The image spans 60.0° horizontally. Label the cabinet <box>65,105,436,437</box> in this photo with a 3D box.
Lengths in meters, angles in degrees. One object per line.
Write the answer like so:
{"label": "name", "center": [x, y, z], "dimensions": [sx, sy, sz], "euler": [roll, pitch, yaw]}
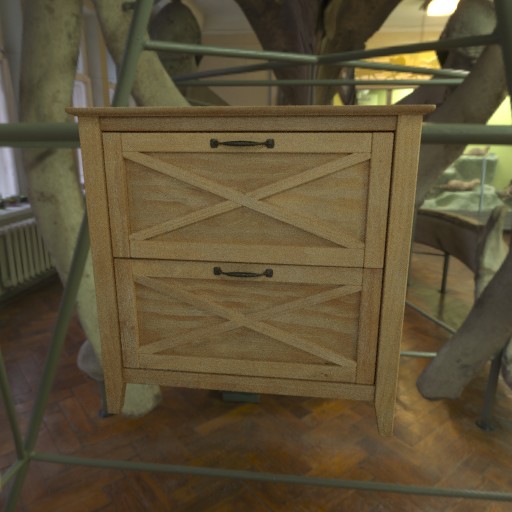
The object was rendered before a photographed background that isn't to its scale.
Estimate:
{"label": "cabinet", "center": [0.000, 0.000, 1.231], "dimensions": [0.763, 0.762, 0.503], "euler": [2, 16, 7]}
